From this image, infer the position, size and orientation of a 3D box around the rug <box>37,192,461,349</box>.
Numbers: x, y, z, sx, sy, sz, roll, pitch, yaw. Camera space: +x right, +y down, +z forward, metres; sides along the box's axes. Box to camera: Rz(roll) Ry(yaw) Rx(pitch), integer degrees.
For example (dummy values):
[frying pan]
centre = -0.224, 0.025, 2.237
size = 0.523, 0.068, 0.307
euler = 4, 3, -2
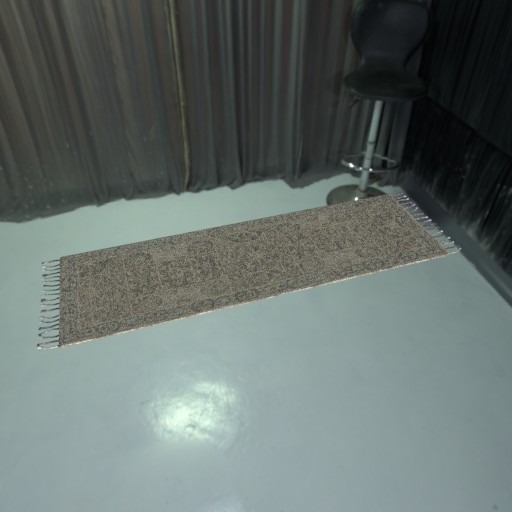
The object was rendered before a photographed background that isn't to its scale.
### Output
[rug]
centre = 0.000, 0.000, 2.905
size = 2.664, 0.011, 0.762
euler = -12, 42, -14
